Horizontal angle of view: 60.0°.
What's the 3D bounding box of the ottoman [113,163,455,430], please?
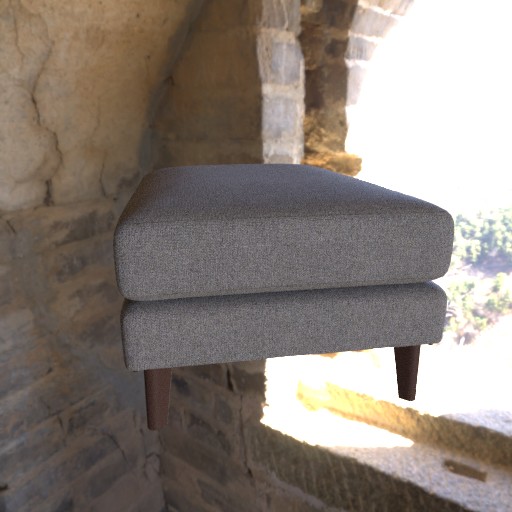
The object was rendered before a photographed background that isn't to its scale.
[{"bbox_3d":[0.000,0.000,1.174,0.611,0.441,0.821,-3,17,-10],"label":"ottoman"}]
